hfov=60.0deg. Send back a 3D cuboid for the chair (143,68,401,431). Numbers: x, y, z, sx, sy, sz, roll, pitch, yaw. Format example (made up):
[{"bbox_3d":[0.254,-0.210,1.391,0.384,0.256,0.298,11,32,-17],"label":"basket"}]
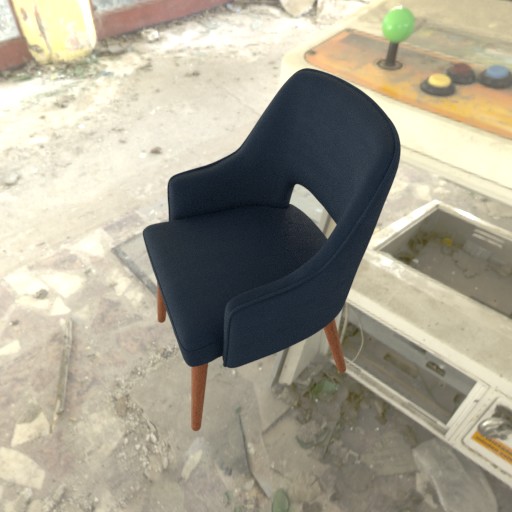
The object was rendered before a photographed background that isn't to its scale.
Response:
[{"bbox_3d":[0.000,0.000,1.240,0.591,0.844,0.559,-16,48,-15],"label":"chair"}]
